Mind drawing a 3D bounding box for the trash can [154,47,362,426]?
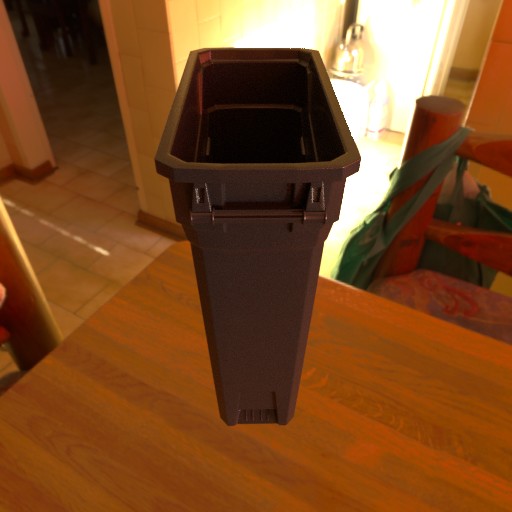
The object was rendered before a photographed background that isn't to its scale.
[{"bbox_3d":[0.000,0.000,1.029,0.281,0.762,0.559,0,41,-1],"label":"trash can"}]
